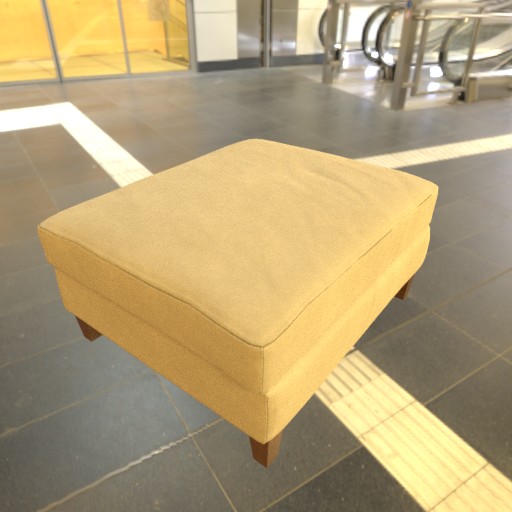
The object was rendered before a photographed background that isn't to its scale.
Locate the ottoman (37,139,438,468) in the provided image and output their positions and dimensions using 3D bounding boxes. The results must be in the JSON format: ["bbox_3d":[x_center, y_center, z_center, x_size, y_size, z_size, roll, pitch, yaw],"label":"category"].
[{"bbox_3d":[0.000,0.000,1.456,0.836,0.492,1.002,23,39,31],"label":"ottoman"}]
